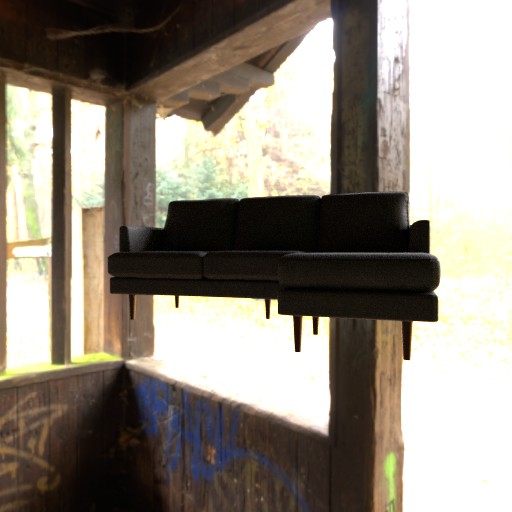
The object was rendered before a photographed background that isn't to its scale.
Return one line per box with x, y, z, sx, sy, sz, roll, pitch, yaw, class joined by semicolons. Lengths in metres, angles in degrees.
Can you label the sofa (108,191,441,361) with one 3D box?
0.000;0.000;3.029;2.233;0.956;1.504;0;1;18;sofa
